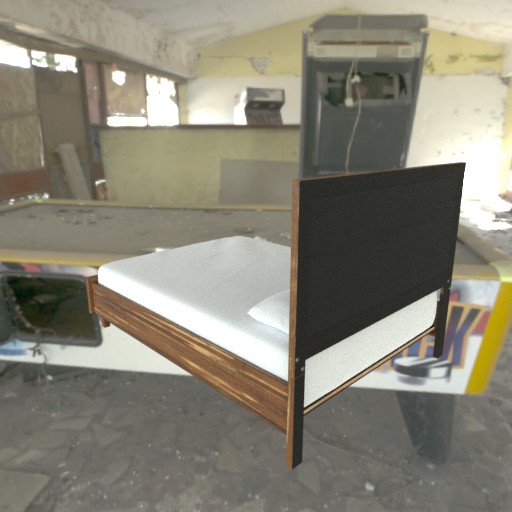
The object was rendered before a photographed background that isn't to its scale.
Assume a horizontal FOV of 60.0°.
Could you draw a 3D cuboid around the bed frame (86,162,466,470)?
[{"bbox_3d":[0.000,0.000,3.352,1.696,1.417,2.276,-14,21,-42],"label":"bed frame"}]
